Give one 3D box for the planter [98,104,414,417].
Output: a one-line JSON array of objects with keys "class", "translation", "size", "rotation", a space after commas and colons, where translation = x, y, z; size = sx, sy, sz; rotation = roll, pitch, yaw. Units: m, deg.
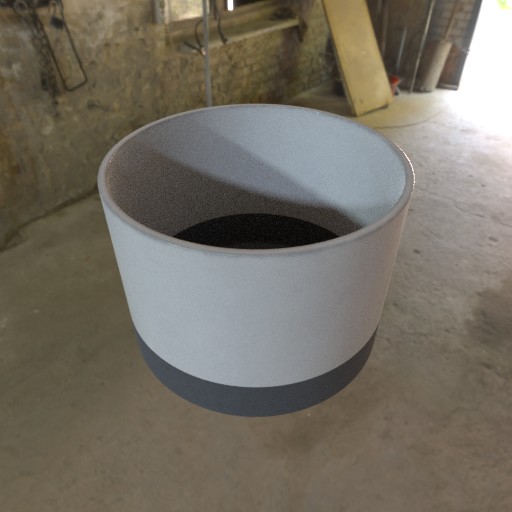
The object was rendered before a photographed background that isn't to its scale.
[{"class": "planter", "translation": [0.000, 0.000, 0.219], "size": [0.128, 0.105, 0.128], "rotation": [0, 39, 0]}]
